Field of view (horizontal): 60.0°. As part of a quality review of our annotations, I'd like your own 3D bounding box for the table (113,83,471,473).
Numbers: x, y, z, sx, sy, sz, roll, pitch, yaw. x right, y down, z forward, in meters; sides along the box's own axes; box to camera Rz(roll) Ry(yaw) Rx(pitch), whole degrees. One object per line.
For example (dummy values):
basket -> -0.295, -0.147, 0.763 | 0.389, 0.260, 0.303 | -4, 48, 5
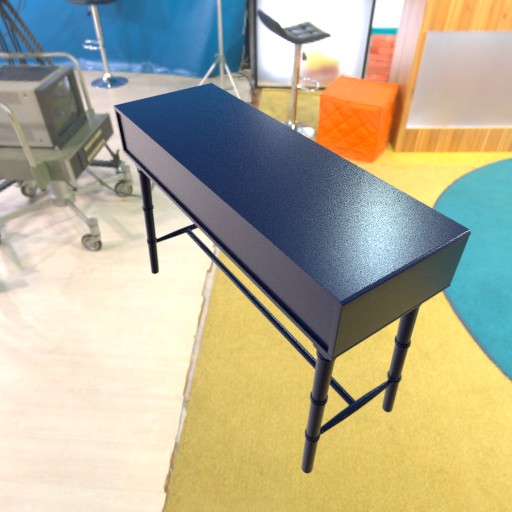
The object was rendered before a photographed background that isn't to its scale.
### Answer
table -> 0.000, 0.000, 1.472 | 0.399, 0.749, 1.118 | -24, 46, -26
